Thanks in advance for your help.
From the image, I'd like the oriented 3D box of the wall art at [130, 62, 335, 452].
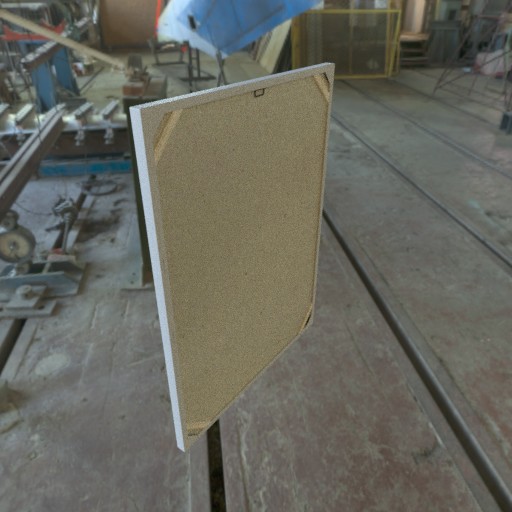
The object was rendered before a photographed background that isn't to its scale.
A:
[{"bbox_3d":[0.000,0.000,1.623,0.038,1.212,0.914,21,37,31],"label":"wall art"}]
